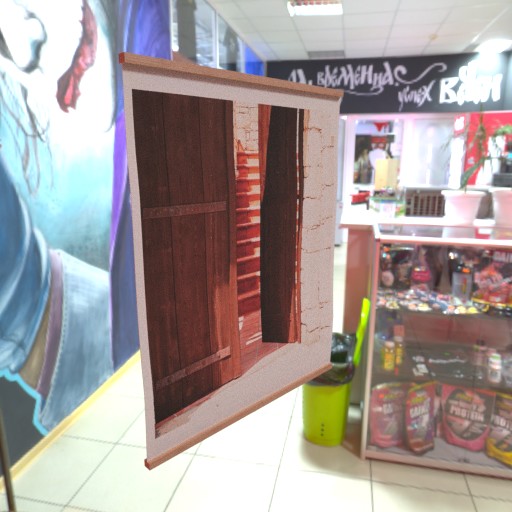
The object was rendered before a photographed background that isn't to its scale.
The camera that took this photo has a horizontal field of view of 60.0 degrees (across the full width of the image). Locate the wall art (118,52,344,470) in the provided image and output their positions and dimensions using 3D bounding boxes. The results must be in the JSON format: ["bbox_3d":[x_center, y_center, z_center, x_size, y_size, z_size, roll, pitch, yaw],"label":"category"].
[{"bbox_3d":[0.000,0.000,0.667,0.013,0.508,0.406,12,18,44],"label":"wall art"}]
